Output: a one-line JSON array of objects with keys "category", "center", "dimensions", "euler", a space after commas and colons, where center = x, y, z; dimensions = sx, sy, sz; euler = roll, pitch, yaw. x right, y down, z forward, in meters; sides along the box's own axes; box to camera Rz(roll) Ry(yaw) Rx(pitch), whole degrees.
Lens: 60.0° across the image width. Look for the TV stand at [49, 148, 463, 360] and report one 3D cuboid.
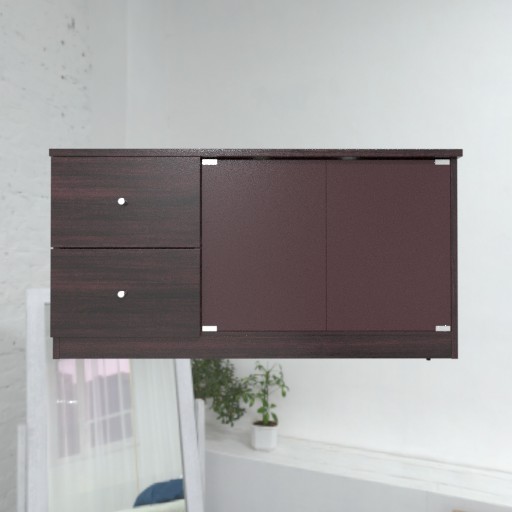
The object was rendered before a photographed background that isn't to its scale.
[{"category": "TV stand", "center": [0.000, 0.000, 1.454], "dimensions": [1.192, 0.614, 0.404], "euler": [0, -1, 0]}]
